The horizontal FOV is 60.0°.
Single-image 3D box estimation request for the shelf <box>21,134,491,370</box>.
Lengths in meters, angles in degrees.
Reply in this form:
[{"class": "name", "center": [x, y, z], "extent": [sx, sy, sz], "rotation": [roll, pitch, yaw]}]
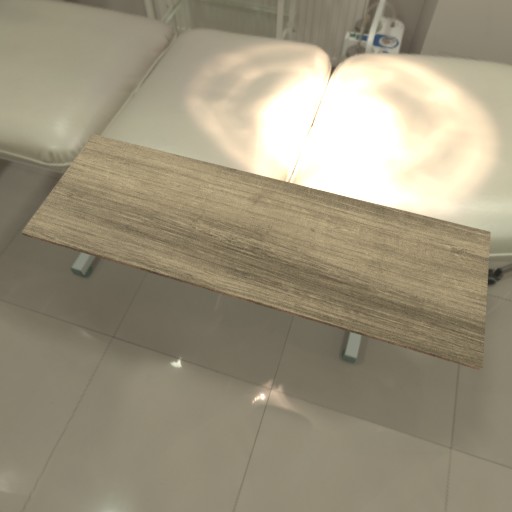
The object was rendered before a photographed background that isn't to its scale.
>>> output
[{"class": "shelf", "center": [0.000, 0.000, 0.658], "extent": [0.610, 0.125, 0.200], "rotation": [16, 60, 9]}]
